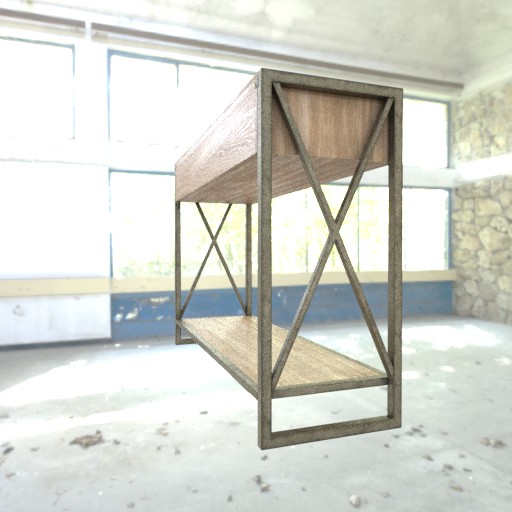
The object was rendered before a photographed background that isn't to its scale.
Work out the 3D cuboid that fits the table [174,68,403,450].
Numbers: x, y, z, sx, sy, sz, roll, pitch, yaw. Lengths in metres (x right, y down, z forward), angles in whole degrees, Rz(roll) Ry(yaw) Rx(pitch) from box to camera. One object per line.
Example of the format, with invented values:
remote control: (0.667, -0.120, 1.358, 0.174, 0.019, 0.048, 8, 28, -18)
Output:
table: (0.000, 0.000, 1.440, 0.361, 0.763, 1.059, 0, 1, -20)
